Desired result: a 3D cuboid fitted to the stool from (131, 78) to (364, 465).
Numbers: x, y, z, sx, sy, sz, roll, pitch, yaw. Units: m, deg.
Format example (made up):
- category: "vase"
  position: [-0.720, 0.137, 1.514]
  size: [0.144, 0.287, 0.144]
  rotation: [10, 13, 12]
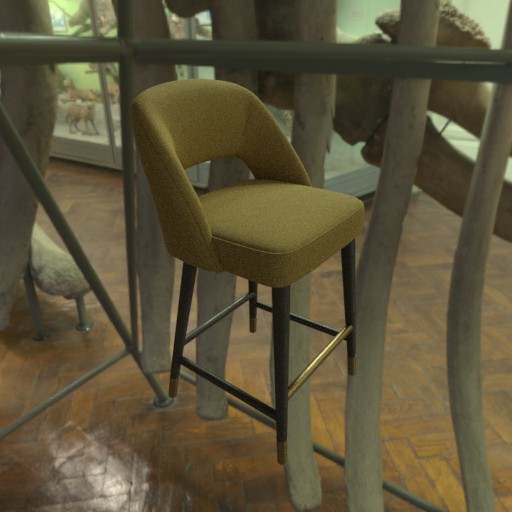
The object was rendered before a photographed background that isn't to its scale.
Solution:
- category: "stool"
  position: [0.000, 0.000, 1.292]
  size: [0.522, 0.939, 0.536]
  rotation: [18, 31, 32]
